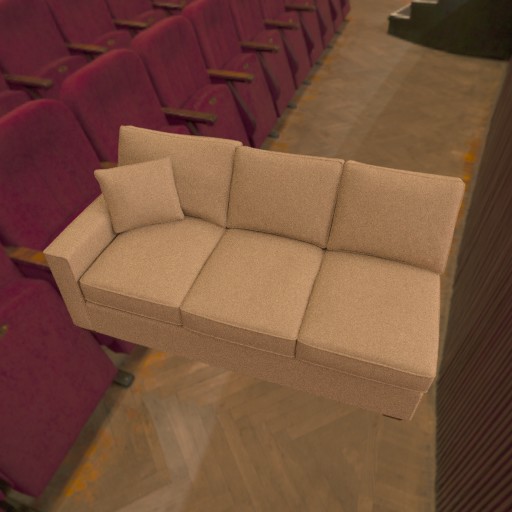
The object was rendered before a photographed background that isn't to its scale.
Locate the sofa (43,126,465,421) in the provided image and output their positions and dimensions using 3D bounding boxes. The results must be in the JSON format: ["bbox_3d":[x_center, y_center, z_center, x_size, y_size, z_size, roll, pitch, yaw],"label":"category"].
[{"bbox_3d":[0.000,0.000,2.459,1.962,0.946,1.034,12,43,13],"label":"sofa"}]
